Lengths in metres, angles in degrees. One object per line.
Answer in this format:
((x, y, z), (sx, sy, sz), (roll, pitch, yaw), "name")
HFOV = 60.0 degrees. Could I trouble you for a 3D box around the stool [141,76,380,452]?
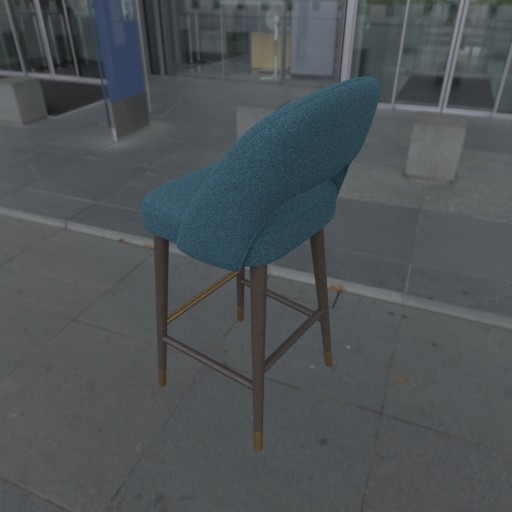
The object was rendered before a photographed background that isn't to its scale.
((0.000, 0.000, 1.312), (0.522, 1.032, 0.536), (22, 38, 31), "stool")
